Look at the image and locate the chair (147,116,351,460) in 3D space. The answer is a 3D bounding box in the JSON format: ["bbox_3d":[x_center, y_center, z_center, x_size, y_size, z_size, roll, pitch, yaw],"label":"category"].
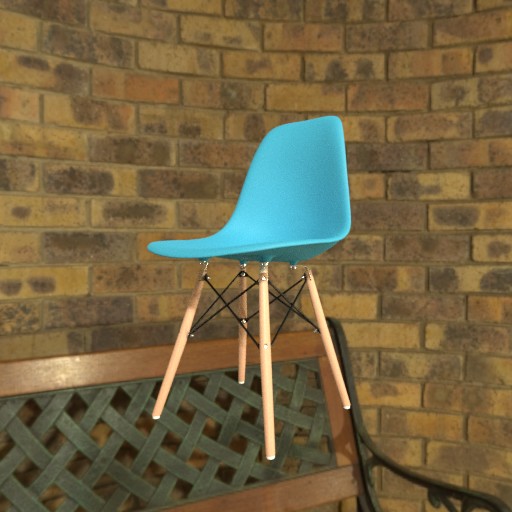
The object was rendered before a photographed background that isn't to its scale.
[{"bbox_3d":[0.000,0.000,1.167,0.470,0.826,0.531,1,2,37],"label":"chair"}]
